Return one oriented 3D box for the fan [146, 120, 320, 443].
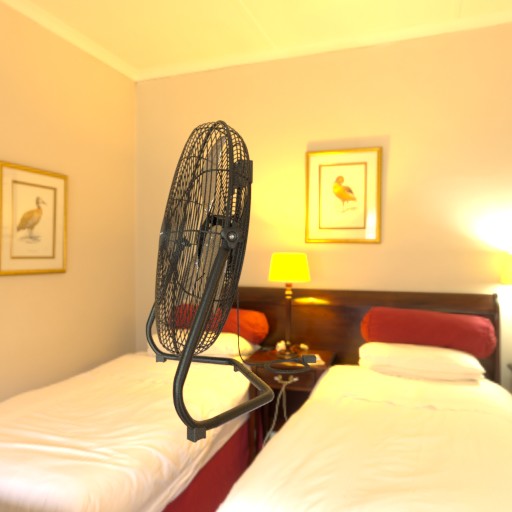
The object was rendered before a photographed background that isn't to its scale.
[{"bbox_3d":[0.000,0.000,0.953,0.424,0.546,0.555,0,0,-18],"label":"fan"}]
